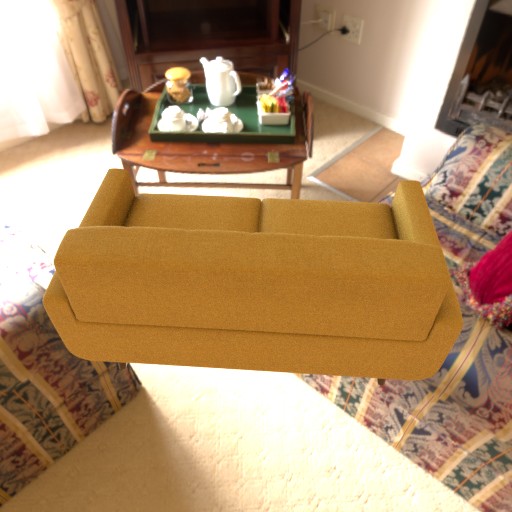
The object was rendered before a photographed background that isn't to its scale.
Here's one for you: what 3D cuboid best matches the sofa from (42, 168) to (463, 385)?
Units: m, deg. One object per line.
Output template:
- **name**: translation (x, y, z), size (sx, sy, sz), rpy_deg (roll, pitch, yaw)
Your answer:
- **sofa**: translation (0.000, 0.000, 2.102), size (1.631, 0.841, 0.909), rpy_deg (3, 46, 3)
